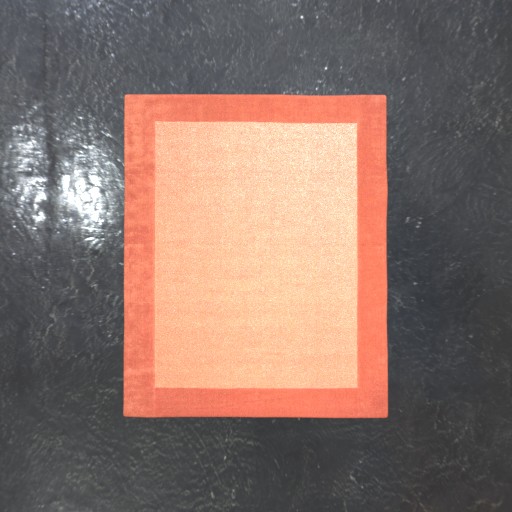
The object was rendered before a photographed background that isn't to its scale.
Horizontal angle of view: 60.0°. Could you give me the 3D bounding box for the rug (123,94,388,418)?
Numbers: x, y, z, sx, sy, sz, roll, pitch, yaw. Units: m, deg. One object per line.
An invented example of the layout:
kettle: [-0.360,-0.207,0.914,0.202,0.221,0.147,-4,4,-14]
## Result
rug: [0.000,0.000,4.075,2.430,0.018,2.976,0,90,0]
